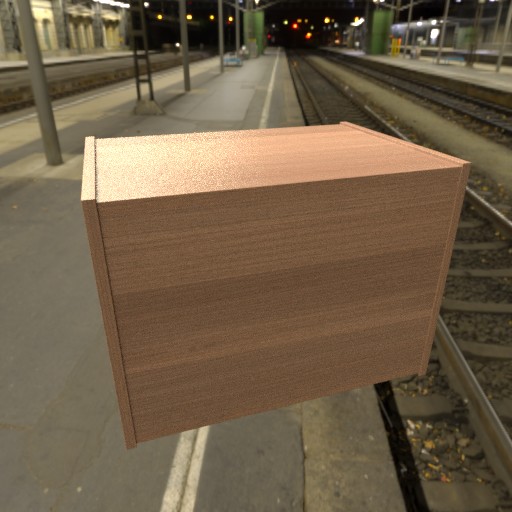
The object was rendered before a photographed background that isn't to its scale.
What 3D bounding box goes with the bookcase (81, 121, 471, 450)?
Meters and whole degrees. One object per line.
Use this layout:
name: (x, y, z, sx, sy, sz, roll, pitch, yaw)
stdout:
bookcase: (0.000, 0.000, 0.631, 0.415, 0.305, 0.290, -8, 27, -16)
